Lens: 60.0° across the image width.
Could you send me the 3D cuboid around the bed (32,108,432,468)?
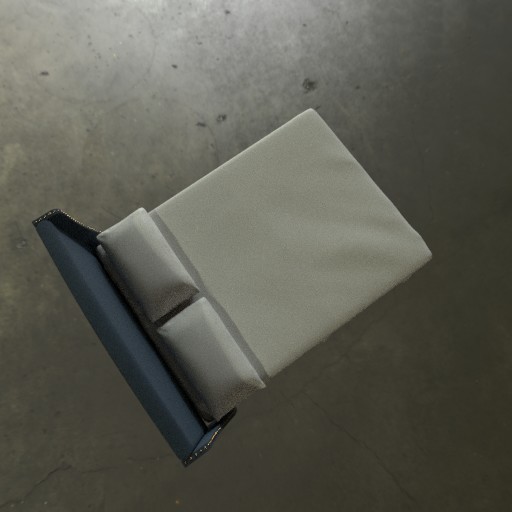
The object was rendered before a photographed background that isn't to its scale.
[{"bbox_3d":[0.000,0.000,3.299,2.237,1.407,1.710,-35,79,-7],"label":"bed"}]
